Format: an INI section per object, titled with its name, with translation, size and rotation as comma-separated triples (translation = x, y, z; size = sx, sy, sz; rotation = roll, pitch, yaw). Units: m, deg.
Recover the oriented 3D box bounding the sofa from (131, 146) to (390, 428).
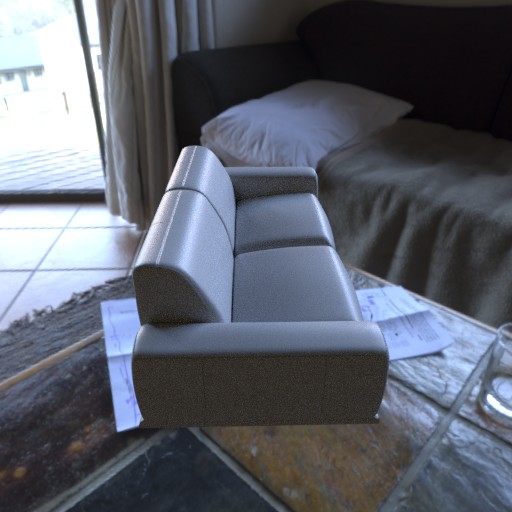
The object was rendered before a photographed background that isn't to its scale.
[sofa]
translation = 0.000, 0.000, 2.331
size = 0.900, 0.772, 1.901
rotation = -1, 30, -1
